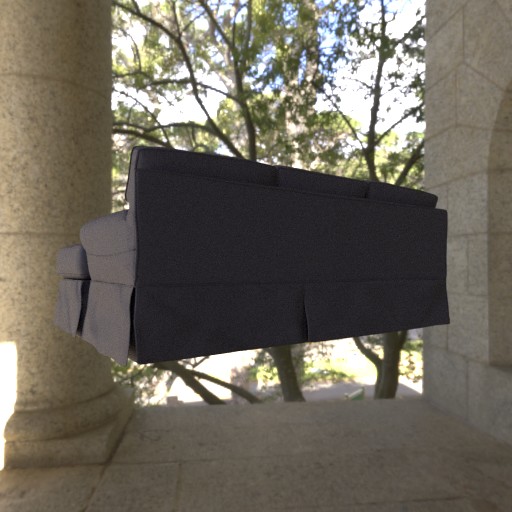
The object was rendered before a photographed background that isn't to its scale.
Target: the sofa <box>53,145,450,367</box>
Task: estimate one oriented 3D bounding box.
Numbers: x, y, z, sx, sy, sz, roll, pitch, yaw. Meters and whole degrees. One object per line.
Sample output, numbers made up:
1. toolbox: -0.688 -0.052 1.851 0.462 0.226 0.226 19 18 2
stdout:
1. sofa: 0.000 0.000 3.291 2.518 1.039 1.637 1 -2 -36
